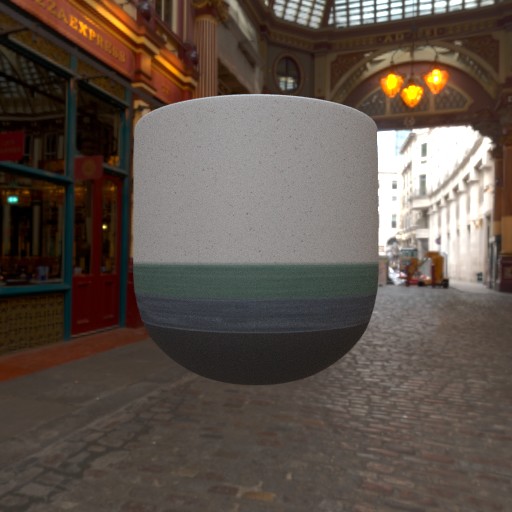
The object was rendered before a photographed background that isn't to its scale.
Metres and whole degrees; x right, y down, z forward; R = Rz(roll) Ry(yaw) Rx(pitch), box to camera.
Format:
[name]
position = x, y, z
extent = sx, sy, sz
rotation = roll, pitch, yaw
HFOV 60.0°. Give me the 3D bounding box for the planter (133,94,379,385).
[planter]
position = 0.000, 0.000, 0.502
extent = 0.268, 0.270, 0.268
rotation = 0, 0, 0
